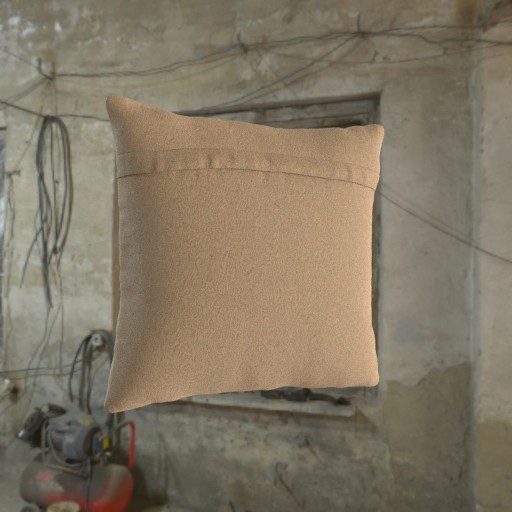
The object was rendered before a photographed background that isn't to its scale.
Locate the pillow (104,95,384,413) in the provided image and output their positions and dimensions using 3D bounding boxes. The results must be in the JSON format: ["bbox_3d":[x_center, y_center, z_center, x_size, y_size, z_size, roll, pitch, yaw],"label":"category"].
[{"bbox_3d":[0.000,0.000,0.709,0.459,0.458,0.181,0,-1,-18],"label":"pillow"}]
